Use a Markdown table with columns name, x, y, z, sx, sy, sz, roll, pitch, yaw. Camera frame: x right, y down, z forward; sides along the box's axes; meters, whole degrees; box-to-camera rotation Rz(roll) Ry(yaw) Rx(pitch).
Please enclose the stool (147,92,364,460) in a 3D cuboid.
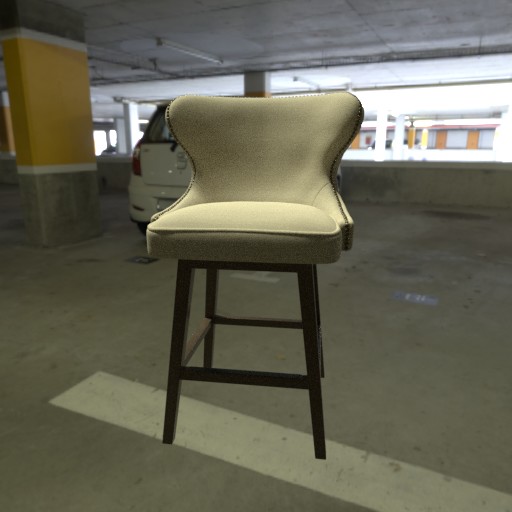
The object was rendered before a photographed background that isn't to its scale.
| name | x | y | z | sx | sy | sz | roll | pitch | yaw |
| --- | --- | --- | --- | --- | --- | --- | --- | --- | --- |
| stool | 0.000 | 0.000 | 1.345 | 0.615 | 0.972 | 0.597 | 2 | 14 | 8 |
